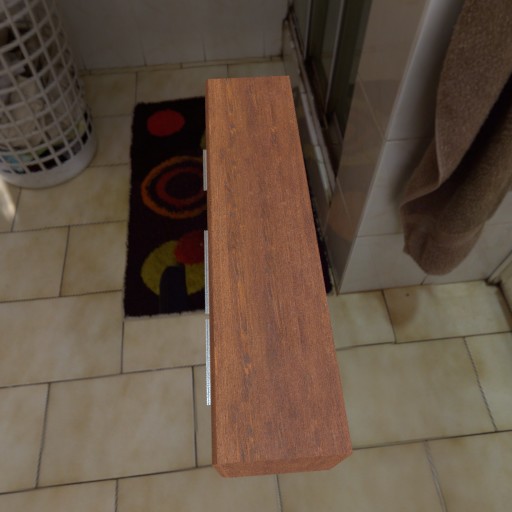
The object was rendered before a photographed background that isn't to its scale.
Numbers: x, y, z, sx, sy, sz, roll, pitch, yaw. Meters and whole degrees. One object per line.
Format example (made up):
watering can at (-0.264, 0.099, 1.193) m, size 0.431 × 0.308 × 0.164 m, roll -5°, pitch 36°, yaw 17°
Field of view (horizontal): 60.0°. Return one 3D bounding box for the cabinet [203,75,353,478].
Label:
cabinet at (0.000, 0.000, 1.835) m, size 0.419 × 0.510 × 1.600 m, roll -3°, pitch 59°, yaw -2°
